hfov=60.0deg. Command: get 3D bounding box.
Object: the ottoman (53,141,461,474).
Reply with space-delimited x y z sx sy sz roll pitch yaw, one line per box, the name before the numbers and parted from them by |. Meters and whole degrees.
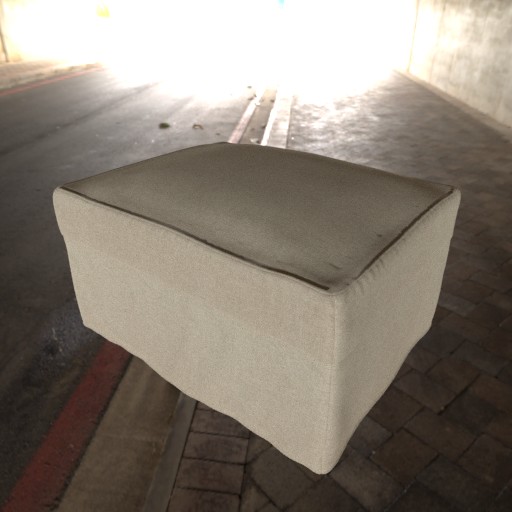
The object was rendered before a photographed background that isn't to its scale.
ottoman | 0.000 0.000 1.199 0.833 0.485 0.650 20 34 32
